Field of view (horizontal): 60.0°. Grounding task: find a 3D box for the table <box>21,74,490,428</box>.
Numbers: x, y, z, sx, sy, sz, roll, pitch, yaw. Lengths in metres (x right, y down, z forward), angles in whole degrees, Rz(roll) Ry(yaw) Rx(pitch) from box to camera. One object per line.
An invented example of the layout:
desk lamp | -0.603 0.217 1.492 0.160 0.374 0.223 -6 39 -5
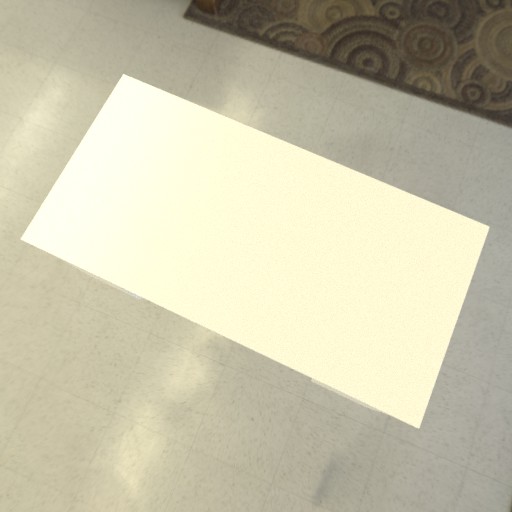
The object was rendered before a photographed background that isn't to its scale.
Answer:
table | 0.000 0.000 1.267 1.000 0.440 0.500 24 77 6
